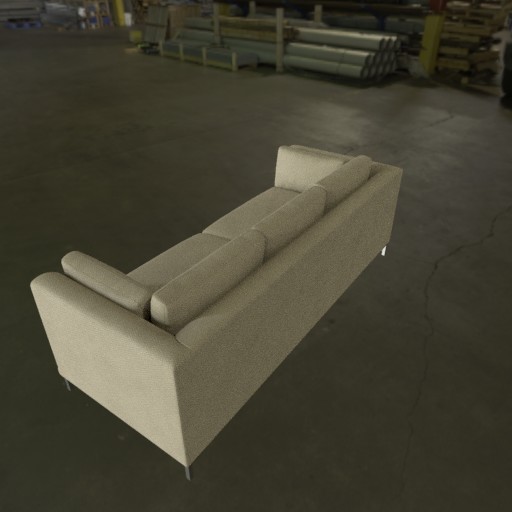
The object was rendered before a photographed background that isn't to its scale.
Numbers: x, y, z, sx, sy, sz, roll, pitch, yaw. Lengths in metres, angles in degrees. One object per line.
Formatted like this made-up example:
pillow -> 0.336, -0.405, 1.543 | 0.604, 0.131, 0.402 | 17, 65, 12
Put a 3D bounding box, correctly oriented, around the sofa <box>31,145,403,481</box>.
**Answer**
sofa -> 0.000, 0.000, 2.858 | 0.969, 0.867, 2.415 | 21, 38, 29
